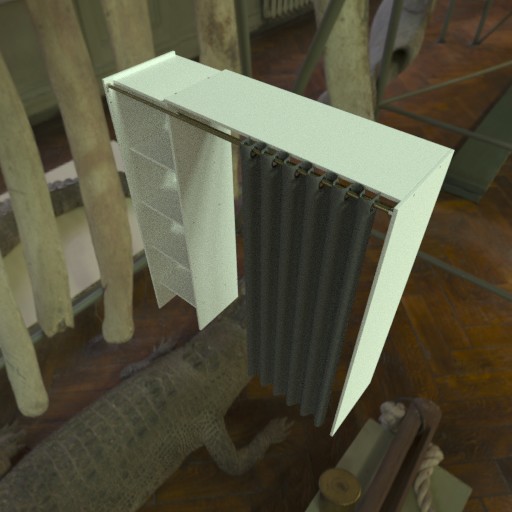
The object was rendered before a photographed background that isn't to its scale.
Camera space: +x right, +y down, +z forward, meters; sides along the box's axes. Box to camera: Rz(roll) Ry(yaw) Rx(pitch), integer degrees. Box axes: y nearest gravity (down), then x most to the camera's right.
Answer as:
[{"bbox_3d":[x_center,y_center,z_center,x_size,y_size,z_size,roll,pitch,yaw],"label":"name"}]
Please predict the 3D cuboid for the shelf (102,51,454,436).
[{"bbox_3d":[0.000,0.000,2.594,1.600,1.810,0.500,30,52,27],"label":"shelf"}]
